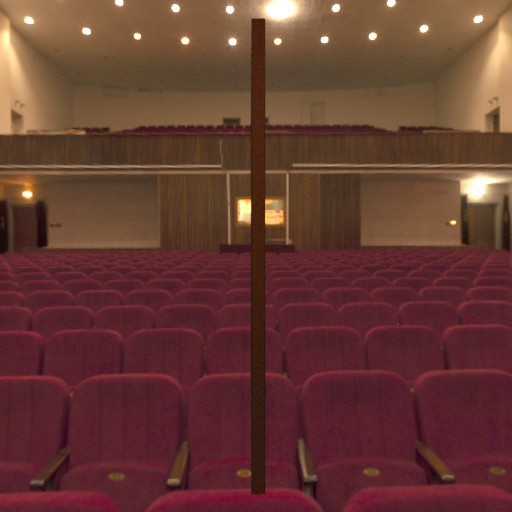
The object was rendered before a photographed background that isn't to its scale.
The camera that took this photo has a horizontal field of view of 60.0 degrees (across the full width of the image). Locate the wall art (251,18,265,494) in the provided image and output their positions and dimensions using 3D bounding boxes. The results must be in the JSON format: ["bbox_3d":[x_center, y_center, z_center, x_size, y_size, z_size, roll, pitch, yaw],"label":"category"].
[{"bbox_3d":[0.000,0.000,1.344,0.030,1.027,0.774,0,0,-1],"label":"wall art"}]
